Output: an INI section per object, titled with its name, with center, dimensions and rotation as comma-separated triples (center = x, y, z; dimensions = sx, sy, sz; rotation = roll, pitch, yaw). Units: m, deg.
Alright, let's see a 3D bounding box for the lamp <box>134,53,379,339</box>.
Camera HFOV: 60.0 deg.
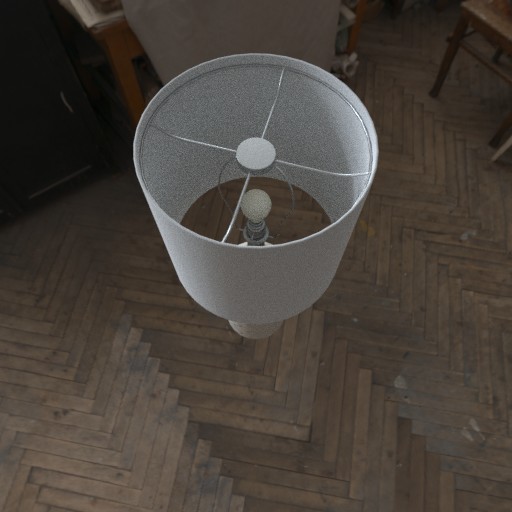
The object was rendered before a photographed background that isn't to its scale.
[lamp]
center = 0.000, 0.000, 0.583
dimensions = 0.207, 0.461, 0.207
rotation = 14, 66, 7
